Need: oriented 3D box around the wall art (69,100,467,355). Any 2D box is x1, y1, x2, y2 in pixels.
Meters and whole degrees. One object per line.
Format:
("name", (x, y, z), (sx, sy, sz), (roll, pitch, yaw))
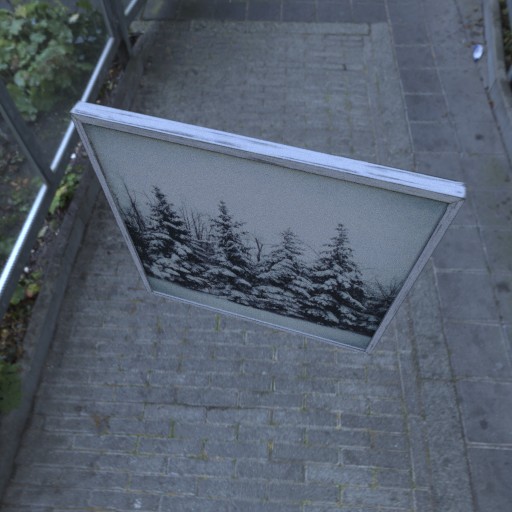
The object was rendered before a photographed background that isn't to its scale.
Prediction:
("wall art", (0.000, 0.000, 1.145), (0.761, 0.761, 0.037), (14, 58, 9))
